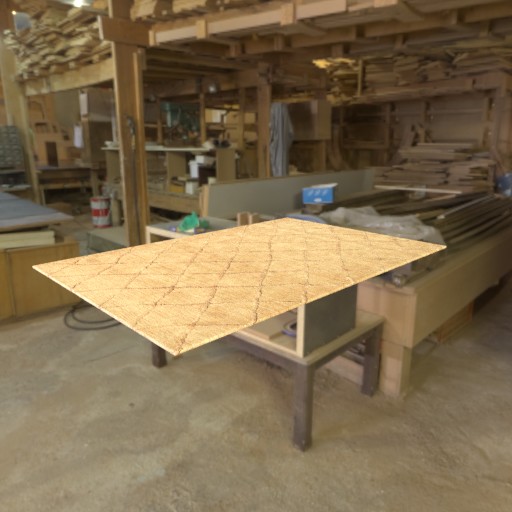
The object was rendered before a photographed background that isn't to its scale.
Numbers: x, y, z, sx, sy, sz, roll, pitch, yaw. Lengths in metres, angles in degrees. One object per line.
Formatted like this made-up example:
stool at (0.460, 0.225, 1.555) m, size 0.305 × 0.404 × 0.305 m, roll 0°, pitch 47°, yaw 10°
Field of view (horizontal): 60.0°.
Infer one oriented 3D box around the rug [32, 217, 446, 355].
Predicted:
rug at (0.000, 0.000, 2.920) m, size 2.292 × 0.014 × 1.528 m, roll -14°, pitch 21°, yaw -42°
